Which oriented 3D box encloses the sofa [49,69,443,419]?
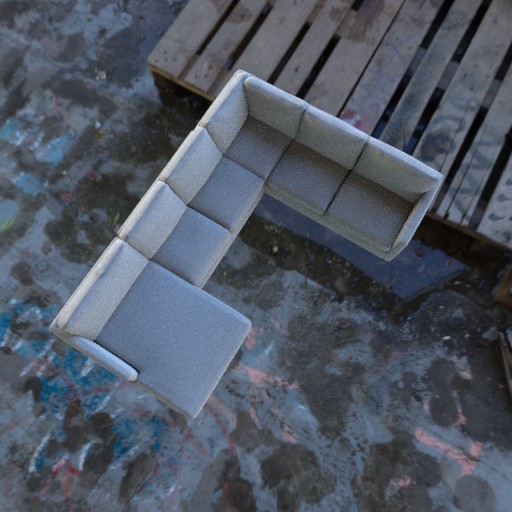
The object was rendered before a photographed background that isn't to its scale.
[{"bbox_3d":[0.000,0.000,4.666,2.593,0.959,3.460,30,77,8],"label":"sofa"}]
